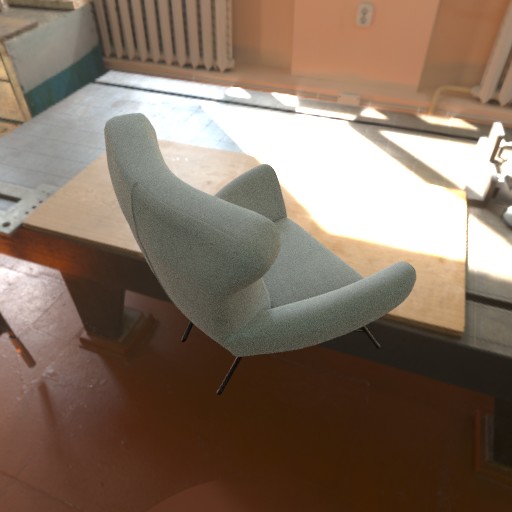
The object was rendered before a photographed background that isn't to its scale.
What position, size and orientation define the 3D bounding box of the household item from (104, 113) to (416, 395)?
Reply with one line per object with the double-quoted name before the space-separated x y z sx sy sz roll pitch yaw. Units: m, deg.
"household item" 0.000 0.000 1.799 0.900 1.050 0.980 -25 48 -25
